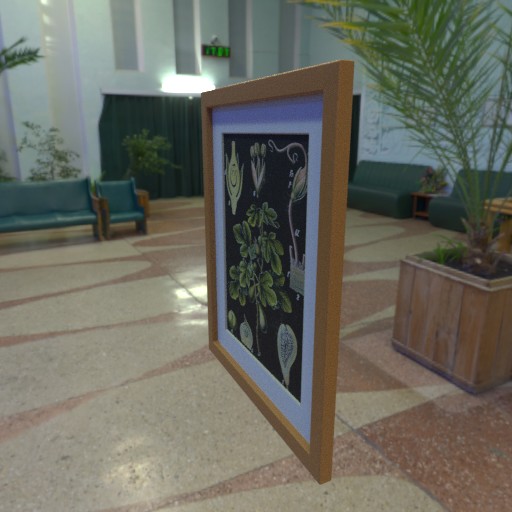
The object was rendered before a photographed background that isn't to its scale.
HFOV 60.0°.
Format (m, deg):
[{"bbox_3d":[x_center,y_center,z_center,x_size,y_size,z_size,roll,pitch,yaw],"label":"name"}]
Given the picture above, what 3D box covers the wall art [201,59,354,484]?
[{"bbox_3d":[0.000,0.000,0.748,0.022,0.553,0.452,-7,17,-25],"label":"wall art"}]
